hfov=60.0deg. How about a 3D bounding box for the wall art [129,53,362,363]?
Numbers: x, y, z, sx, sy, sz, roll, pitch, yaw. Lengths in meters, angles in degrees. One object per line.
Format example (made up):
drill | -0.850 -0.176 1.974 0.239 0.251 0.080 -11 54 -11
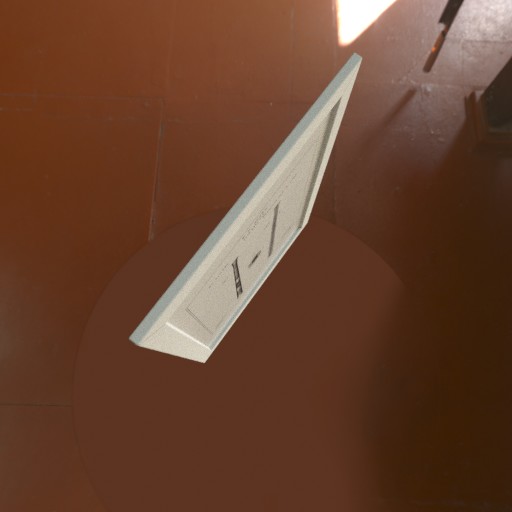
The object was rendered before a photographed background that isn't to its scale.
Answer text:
wall art | 0.000 0.000 0.689 0.012 0.529 0.374 35 78 9
